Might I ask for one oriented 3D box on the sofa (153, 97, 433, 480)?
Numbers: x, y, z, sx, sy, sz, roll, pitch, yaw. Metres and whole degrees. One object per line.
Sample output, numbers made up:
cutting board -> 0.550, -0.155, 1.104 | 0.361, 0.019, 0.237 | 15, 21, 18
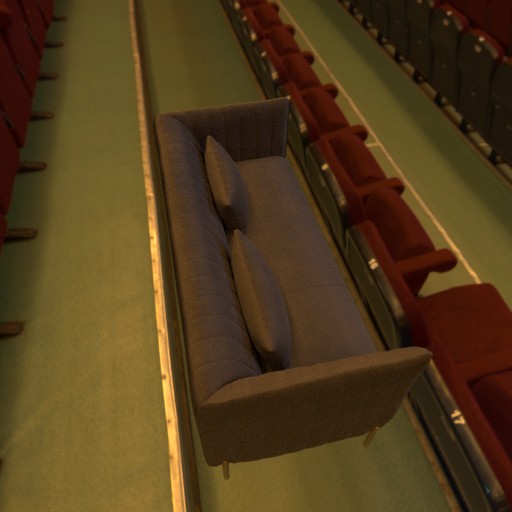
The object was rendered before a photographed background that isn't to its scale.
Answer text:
sofa -> 0.000, 0.000, 2.414 | 0.876, 0.780, 1.980 | -10, 49, -9
